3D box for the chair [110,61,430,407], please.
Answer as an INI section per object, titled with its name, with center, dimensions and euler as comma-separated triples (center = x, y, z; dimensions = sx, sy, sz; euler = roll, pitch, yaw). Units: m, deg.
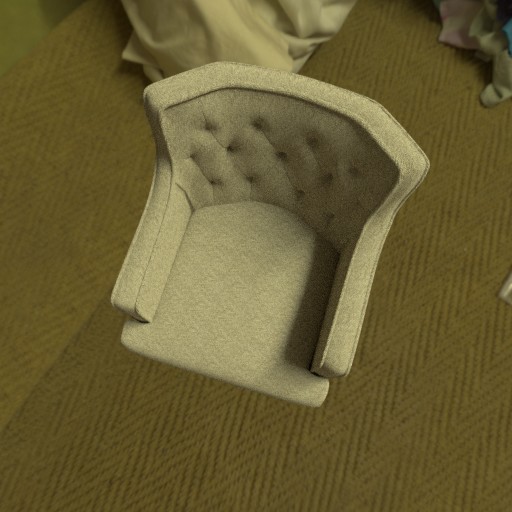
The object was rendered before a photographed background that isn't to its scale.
[chair]
center = 0.000, 0.000, 1.630
dimensions = 0.820, 0.920, 0.910
euler = 16, 75, 4
